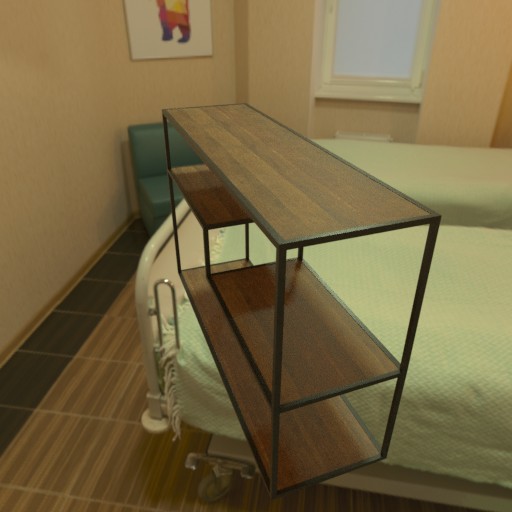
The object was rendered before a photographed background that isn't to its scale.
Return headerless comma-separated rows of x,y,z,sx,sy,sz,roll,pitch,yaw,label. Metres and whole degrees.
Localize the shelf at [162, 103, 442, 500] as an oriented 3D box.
0.000,0.000,1.515,0.361,0.765,1.201,-10,32,-17,shelf
